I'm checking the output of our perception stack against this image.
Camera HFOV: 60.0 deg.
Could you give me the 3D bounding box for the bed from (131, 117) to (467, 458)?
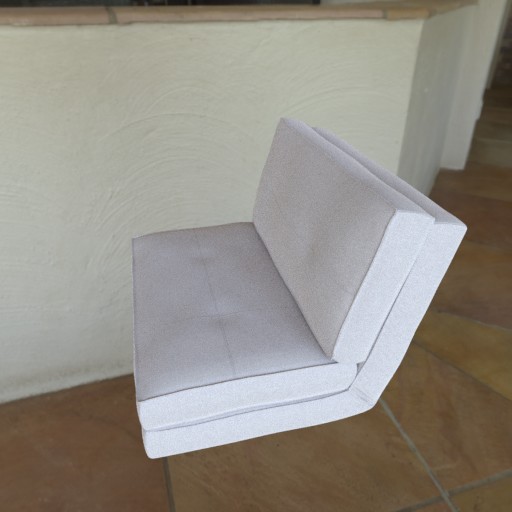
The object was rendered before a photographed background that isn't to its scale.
[{"bbox_3d":[0.000,0.000,1.296,0.749,0.614,0.799,-7,32,-12],"label":"bed"}]
